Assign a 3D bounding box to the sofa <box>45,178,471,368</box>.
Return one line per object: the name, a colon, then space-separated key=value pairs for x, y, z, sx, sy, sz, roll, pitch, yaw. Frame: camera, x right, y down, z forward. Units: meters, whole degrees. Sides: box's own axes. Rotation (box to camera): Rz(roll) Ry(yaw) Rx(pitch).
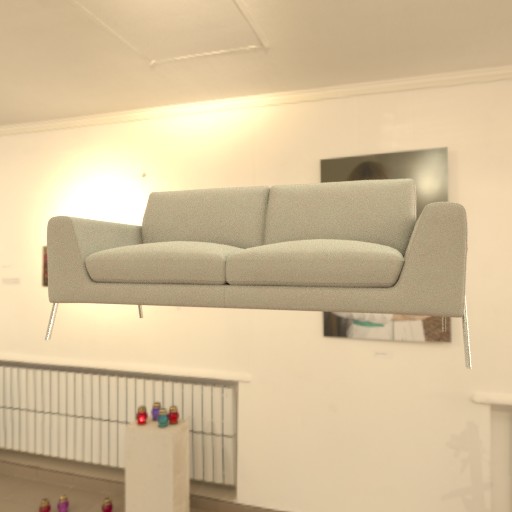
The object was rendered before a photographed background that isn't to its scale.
sofa: x=0.000 y=0.000 z=2.440 sx=2.017 sy=0.875 sz=0.953 roll=0 pitch=-1 yaw=17
